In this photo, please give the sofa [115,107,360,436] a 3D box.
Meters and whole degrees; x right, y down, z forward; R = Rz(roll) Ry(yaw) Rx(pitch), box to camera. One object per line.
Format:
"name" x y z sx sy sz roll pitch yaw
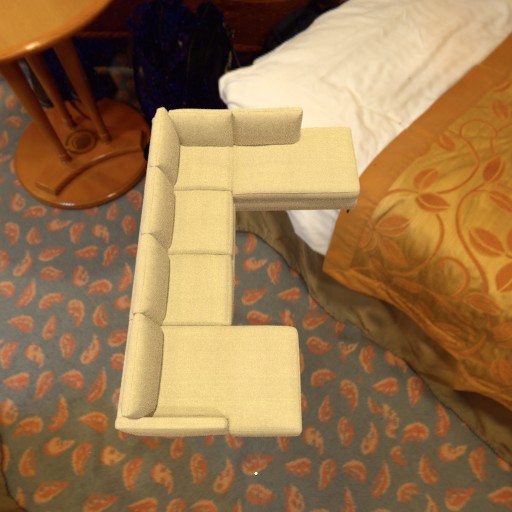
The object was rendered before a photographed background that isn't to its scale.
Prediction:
"sofa" 0.000 0.000 3.643 1.879 0.756 2.737 -1 64 0
